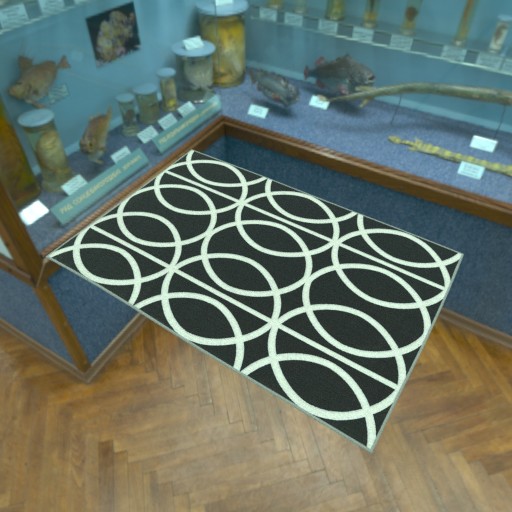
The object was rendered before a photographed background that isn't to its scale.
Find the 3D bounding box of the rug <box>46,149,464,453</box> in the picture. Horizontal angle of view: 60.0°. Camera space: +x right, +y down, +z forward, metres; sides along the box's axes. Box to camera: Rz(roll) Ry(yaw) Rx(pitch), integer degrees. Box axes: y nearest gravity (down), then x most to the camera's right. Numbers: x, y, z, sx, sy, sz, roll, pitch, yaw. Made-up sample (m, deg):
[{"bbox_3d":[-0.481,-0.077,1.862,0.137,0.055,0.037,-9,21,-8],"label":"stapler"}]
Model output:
[{"bbox_3d":[0.000,0.000,2.898,2.290,0.014,1.526,25,51,22],"label":"rug"}]
